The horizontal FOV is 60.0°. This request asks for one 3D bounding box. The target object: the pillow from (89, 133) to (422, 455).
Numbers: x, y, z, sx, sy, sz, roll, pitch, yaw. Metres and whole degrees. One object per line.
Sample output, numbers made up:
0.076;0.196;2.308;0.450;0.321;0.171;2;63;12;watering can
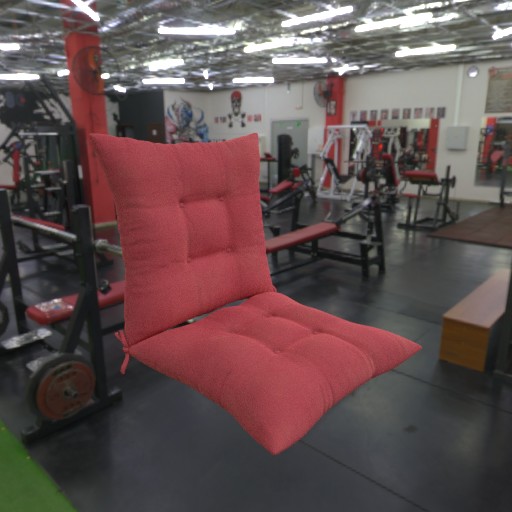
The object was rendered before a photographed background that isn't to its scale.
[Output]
0.000;0.000;0.995;0.585;0.536;0.541;15;21;43;pillow
